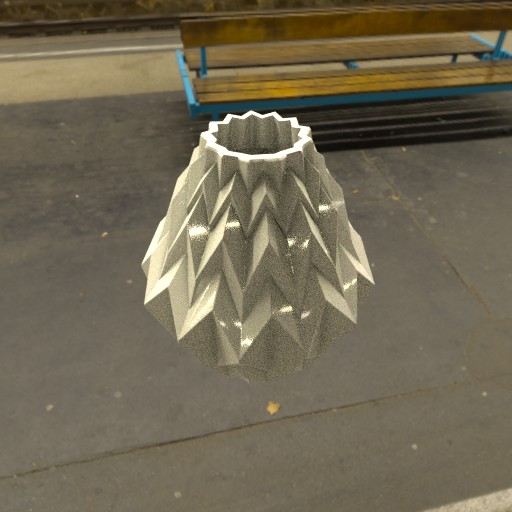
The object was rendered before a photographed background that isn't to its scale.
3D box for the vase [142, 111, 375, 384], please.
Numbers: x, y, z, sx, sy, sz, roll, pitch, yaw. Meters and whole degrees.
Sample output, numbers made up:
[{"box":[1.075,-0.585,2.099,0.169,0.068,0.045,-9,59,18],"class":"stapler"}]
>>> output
[{"box":[0.000,0.000,0.311,0.164,0.185,0.164,0,41,0],"class":"vase"}]
